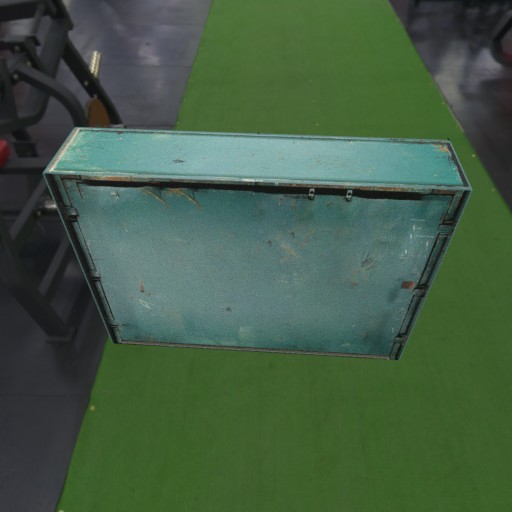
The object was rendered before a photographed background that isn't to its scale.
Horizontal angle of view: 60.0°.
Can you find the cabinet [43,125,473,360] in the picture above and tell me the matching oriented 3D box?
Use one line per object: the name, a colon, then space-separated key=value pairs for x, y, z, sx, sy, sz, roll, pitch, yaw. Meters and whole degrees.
cabinet: x=0.000 y=0.000 z=4.091 sx=3.001 sy=2.160 sz=0.680 roll=3 pitch=45 yaw=3
